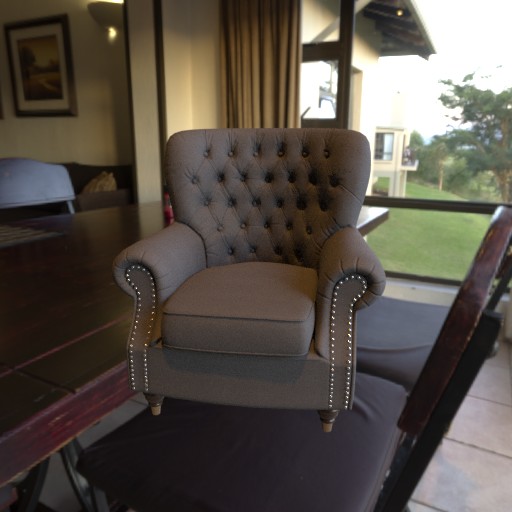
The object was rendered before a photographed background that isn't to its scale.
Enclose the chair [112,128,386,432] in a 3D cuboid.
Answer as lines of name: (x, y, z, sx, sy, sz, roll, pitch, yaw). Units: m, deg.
chair: (0.000, 0.000, 1.851, 0.983, 1.046, 0.983, 2, 15, 9)
